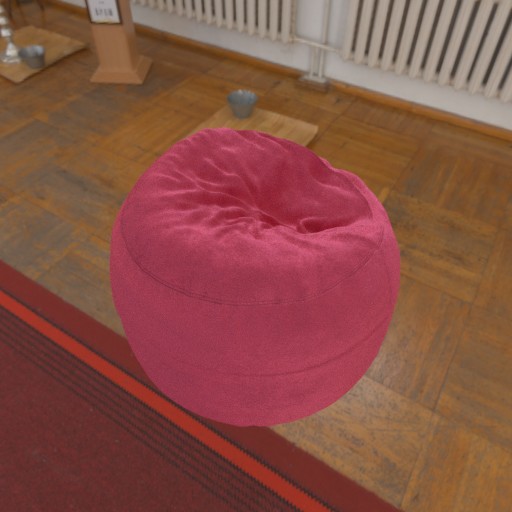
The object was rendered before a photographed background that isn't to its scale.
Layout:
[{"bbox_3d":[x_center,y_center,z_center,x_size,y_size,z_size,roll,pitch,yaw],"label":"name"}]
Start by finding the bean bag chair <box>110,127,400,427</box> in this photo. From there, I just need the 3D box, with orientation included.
[{"bbox_3d":[0.000,0.000,1.899,1.218,0.788,1.218,0,47,0],"label":"bean bag chair"}]
